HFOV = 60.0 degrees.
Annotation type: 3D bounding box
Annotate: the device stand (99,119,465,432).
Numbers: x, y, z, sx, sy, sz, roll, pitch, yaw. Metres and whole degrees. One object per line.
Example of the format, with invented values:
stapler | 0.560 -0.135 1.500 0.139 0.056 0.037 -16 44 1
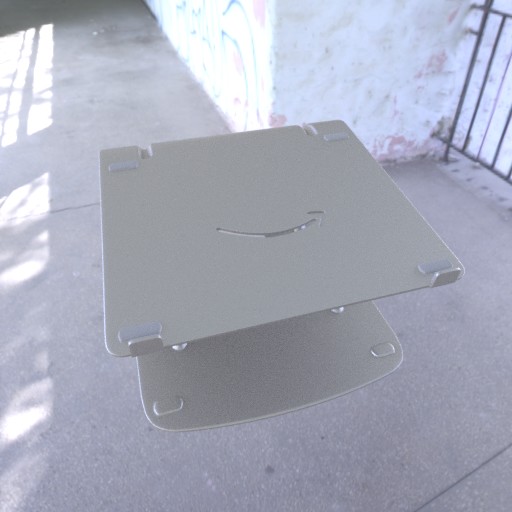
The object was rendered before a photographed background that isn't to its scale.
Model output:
device stand | 0.000 0.000 0.404 0.256 0.155 0.236 -11 41 -13
